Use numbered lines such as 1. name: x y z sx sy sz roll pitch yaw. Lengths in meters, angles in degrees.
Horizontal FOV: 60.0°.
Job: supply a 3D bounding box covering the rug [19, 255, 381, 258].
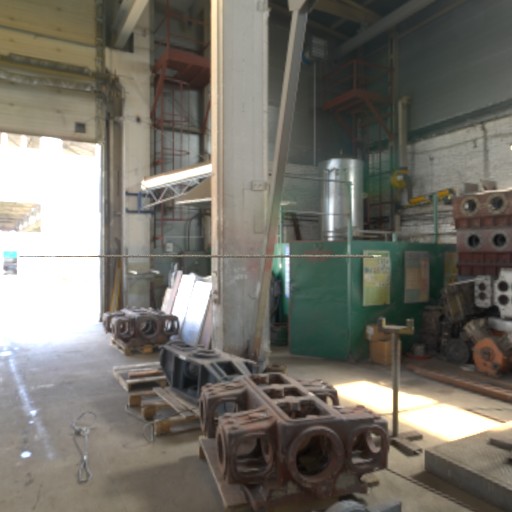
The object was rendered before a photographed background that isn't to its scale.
1. rug: 0.000 0.000 2.277 1.220 0.007 1.828 0 0 16
